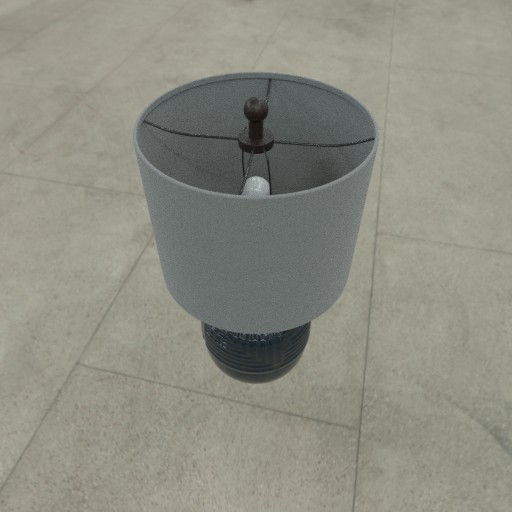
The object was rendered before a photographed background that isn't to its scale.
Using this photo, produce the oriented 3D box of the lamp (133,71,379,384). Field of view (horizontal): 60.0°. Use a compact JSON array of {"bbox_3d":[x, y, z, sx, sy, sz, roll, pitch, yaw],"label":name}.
[{"bbox_3d":[0.000,0.000,0.758,0.318,0.567,0.318,0,46,0],"label":"lamp"}]
